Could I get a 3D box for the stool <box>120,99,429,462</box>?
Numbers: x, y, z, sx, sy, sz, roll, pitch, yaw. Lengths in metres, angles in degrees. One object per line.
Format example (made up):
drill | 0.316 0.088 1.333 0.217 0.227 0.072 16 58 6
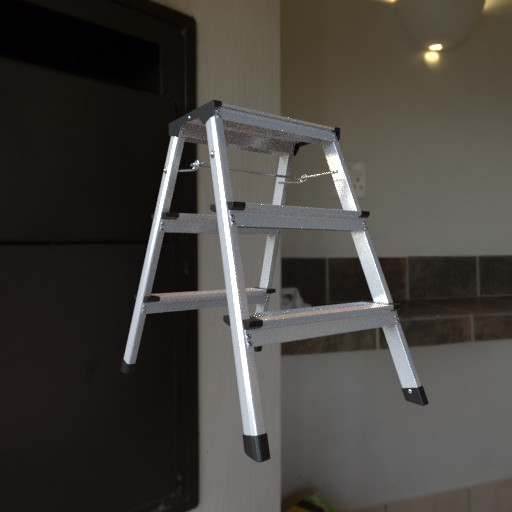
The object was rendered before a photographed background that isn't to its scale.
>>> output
stool | 0.000 0.000 1.034 0.437 0.605 0.622 -1 1 -36
